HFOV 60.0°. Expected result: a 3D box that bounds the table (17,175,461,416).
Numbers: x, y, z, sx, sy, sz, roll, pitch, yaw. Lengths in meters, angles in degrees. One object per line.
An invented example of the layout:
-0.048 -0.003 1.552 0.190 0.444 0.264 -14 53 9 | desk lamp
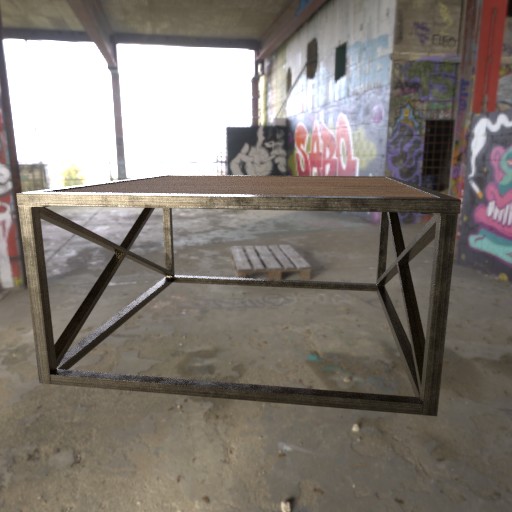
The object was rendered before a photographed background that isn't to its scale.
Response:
0.000 0.000 1.373 0.909 0.451 0.899 2 13 9 | table
